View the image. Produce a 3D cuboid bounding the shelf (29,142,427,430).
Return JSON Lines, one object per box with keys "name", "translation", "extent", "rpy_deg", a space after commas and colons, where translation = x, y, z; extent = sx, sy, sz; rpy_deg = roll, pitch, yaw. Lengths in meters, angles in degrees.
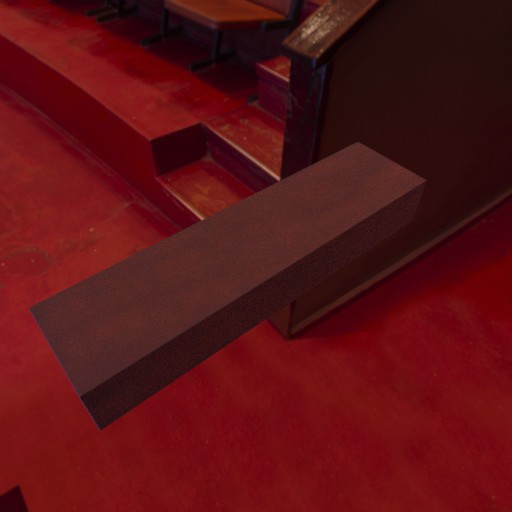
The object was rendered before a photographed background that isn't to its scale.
{"name": "shelf", "translation": [0.000, 0.000, 0.676], "extent": [0.607, 0.088, 0.152], "rpy_deg": [-30, 53, -26]}
